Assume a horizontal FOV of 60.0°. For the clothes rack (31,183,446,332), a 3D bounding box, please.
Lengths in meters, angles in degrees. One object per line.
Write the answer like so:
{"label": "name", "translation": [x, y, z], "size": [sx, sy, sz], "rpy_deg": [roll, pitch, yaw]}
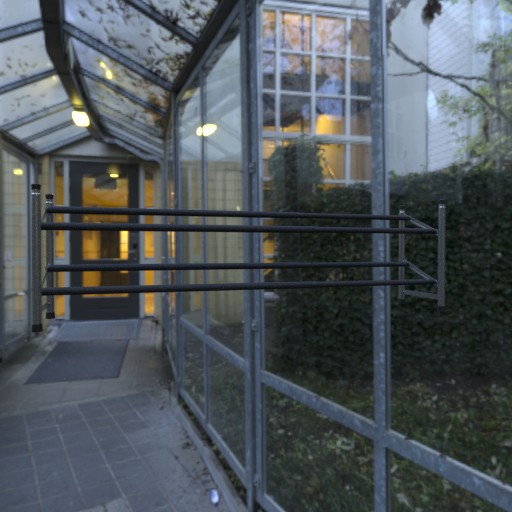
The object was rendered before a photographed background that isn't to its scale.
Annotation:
{"label": "clothes rack", "translation": [0.000, 0.000, 1.310], "size": [1.168, 0.349, 0.229], "rpy_deg": [0, 1, -17]}
